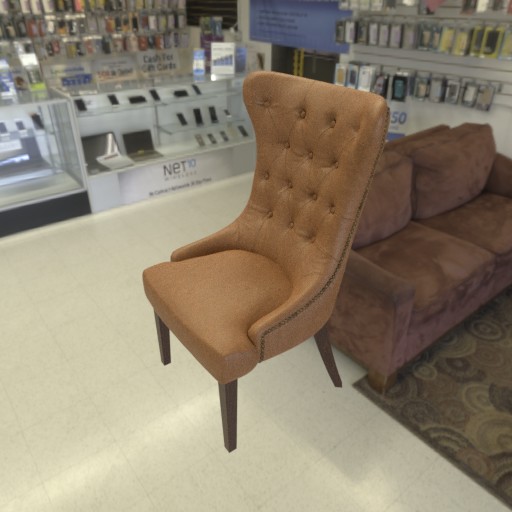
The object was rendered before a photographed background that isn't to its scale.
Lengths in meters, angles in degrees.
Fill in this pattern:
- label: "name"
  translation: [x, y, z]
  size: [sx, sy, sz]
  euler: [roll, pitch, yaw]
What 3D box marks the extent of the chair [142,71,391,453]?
- label: "chair"
  translation: [0.000, 0.000, 1.498]
  size: [0.669, 1.065, 0.611]
  euler: [-21, 37, -30]
